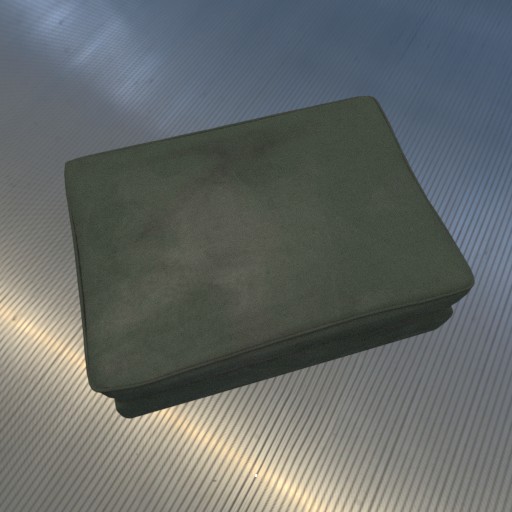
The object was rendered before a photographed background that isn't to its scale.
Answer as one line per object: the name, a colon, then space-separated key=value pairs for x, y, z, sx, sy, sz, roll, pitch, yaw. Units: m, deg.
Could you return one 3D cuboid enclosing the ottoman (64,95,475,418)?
ottoman: x=0.000 y=0.000 z=1.221 sx=0.864 sy=0.495 sz=0.632 roll=-14 pitch=65 yaw=-7
